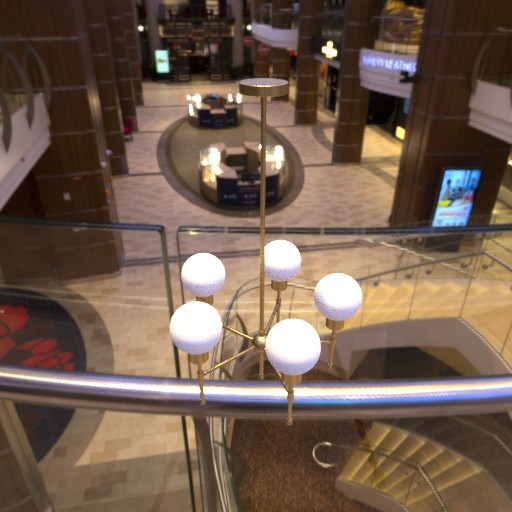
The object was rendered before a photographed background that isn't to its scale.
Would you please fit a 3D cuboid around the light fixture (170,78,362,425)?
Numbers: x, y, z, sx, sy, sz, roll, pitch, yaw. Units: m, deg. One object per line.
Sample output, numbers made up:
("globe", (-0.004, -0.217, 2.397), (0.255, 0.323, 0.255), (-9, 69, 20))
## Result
("light fixture", (0.000, 0.000, 1.794), (0.785, 1.331, 0.815), (19, 35, 29))
